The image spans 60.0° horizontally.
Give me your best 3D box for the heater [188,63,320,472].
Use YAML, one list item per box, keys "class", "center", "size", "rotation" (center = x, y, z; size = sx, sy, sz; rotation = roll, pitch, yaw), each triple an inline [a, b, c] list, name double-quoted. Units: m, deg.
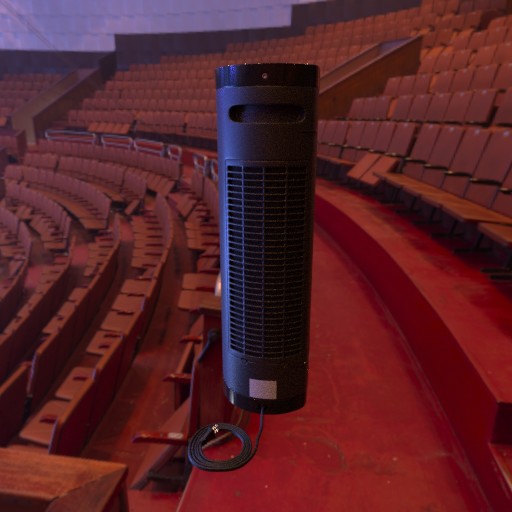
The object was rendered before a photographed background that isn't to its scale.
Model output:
- class: "heater"
  center: [0.000, 0.000, 0.688]
  size: [0.174, 0.552, 0.312]
  rotation: [3, 17, 8]
